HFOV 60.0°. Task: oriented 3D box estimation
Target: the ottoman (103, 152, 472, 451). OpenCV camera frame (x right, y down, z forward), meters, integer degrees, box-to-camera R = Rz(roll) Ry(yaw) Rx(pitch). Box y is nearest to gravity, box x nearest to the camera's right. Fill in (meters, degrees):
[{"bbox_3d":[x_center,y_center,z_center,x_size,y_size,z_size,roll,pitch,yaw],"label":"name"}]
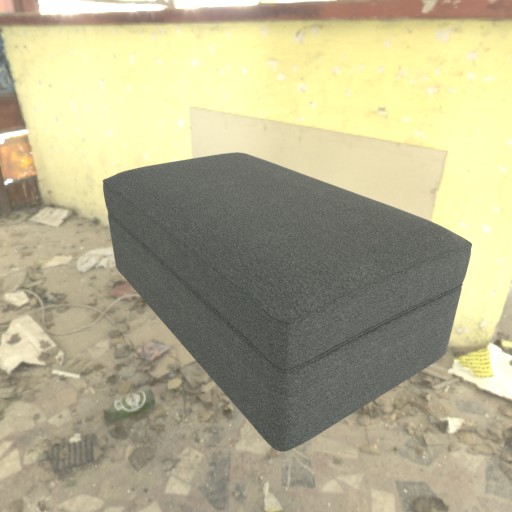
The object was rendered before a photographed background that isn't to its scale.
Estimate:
[{"bbox_3d":[0.000,0.000,1.553,0.681,0.494,1.173,-17,32,-31],"label":"ottoman"}]
